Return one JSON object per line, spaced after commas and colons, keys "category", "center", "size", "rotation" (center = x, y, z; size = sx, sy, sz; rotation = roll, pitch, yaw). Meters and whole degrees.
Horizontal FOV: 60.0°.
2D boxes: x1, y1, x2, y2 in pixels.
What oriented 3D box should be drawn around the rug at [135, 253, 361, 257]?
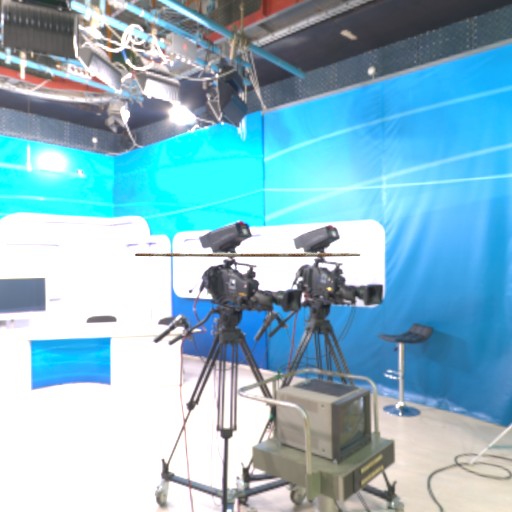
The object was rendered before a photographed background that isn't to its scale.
{"category": "rug", "center": [0.000, 0.000, 2.679], "size": [0.750, 0.011, 2.435], "rotation": [0, 0, 1]}
